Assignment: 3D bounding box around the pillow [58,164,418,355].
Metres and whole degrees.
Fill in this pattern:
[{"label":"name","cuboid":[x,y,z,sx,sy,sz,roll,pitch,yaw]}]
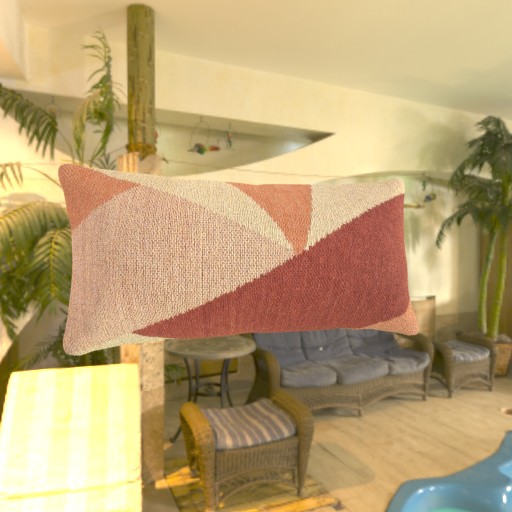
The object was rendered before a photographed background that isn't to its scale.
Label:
[{"label":"pillow","cuboid":[0.000,0.000,0.738,0.609,0.292,0.155,0,1,-17]}]
